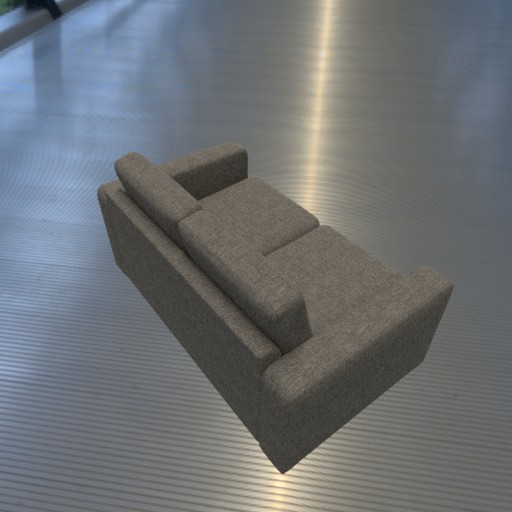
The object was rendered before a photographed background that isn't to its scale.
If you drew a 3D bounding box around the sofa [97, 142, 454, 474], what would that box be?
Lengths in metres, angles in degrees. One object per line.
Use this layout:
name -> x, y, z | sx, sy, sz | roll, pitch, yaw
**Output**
sofa -> 0.000, 0.000, 2.079 | 0.900, 0.800, 1.520 | -27, 48, -27
